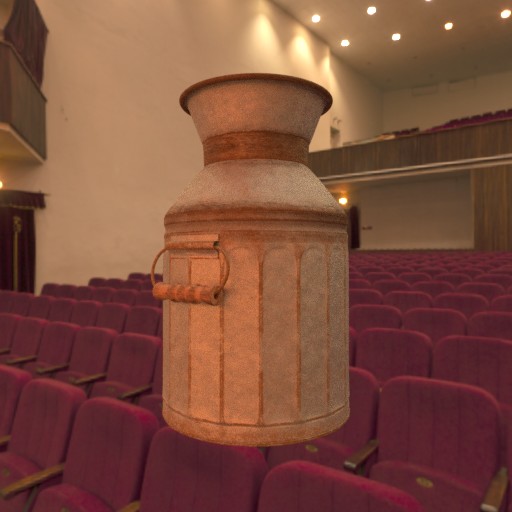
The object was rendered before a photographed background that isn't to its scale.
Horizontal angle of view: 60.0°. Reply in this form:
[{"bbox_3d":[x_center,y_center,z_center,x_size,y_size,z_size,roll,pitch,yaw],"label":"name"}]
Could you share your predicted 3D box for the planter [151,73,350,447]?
[{"bbox_3d":[0.000,0.000,0.518,0.215,0.358,0.248,0,0,38],"label":"planter"}]
